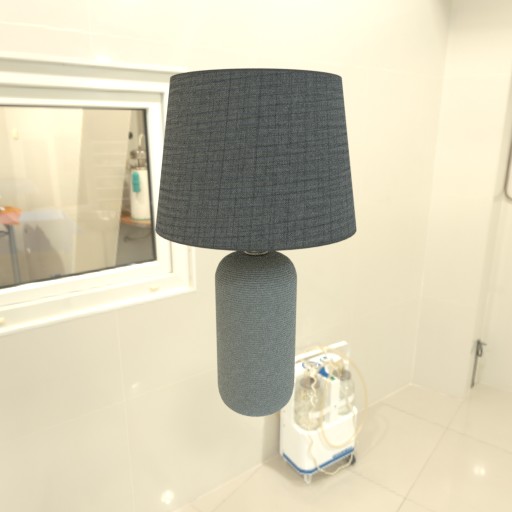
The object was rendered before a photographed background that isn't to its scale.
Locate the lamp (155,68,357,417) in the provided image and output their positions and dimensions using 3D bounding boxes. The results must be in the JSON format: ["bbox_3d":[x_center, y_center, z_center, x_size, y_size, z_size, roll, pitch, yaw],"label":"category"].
[{"bbox_3d":[0.000,0.000,0.578,0.251,0.429,0.251,0,16,0],"label":"lamp"}]
